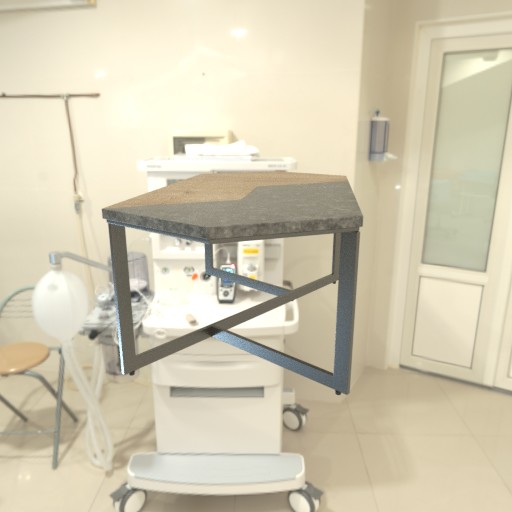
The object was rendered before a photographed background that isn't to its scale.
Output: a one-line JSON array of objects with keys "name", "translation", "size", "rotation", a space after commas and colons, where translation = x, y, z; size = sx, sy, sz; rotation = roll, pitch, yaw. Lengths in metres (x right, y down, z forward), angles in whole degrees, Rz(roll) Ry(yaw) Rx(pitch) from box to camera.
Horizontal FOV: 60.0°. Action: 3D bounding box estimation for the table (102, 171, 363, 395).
[{"name": "table", "translation": [0.000, 0.000, 1.493], "size": [0.609, 0.457, 1.219], "rotation": [2, 16, 8]}]
